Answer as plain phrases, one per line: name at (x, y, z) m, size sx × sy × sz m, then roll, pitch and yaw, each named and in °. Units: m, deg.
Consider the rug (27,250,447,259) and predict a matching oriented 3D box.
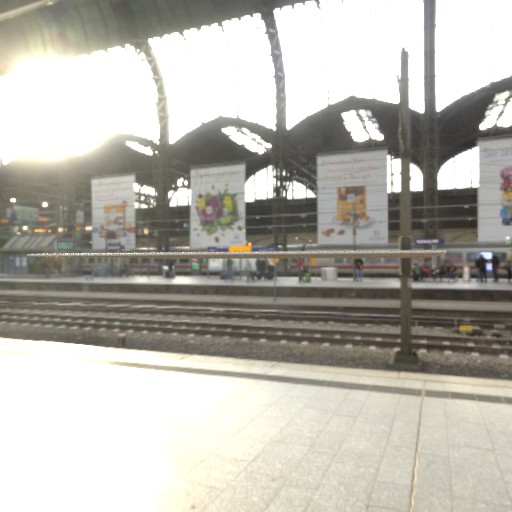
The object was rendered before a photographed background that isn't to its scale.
rug at (0.000, 0.000, 2.917) m, size 2.213 × 0.014 × 1.608 m, roll 0°, pitch -1°, yaw 20°
